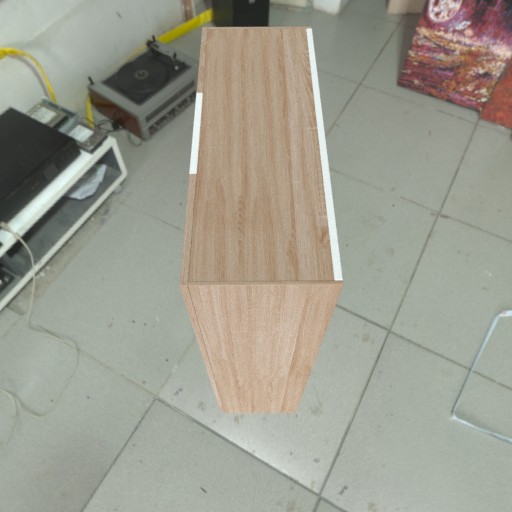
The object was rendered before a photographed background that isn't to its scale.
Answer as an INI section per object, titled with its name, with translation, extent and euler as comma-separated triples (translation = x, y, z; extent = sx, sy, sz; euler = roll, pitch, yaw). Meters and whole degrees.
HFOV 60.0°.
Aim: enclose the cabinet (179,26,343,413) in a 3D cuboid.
[cabinet]
translation = 0.000, 0.000, 2.821
extent = 0.590, 2.120, 1.500
euler = 0, 59, 0
